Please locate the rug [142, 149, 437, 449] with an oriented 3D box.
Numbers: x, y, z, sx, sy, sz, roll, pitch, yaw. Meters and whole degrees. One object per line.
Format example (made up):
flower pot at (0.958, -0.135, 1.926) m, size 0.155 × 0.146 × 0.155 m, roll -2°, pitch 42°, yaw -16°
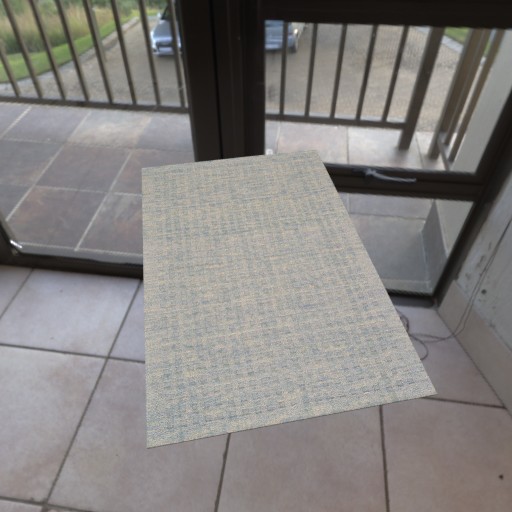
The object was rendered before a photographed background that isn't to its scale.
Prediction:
rug at (0.000, 0.000, 2.284) m, size 1.142 × 0.006 × 1.752 m, roll -8°, pitch 47°, yaw -7°
